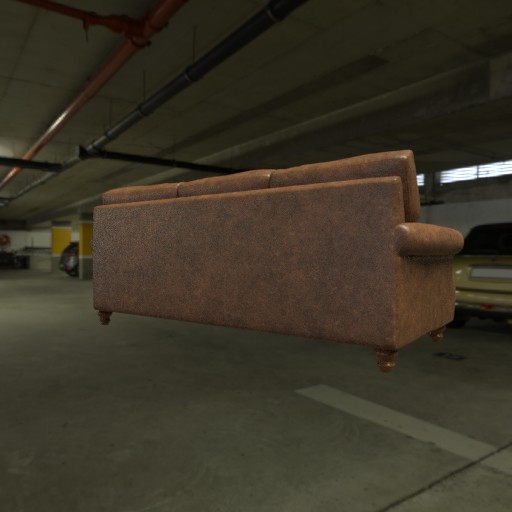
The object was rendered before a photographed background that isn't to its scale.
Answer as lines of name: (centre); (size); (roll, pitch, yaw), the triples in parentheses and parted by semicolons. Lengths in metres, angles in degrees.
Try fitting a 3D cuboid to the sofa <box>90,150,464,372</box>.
sofa: (0.000, 0.000, 2.842); (2.351, 0.977, 0.973); (1, 1, 37)
